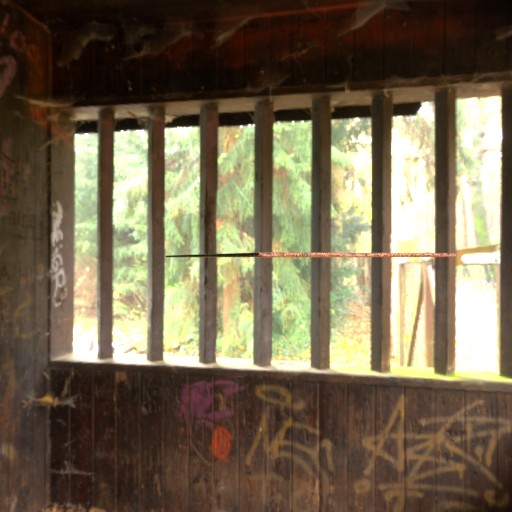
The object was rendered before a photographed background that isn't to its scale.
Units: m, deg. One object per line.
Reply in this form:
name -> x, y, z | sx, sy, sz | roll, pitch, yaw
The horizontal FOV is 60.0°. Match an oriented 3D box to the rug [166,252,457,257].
rug -> 0.000, 0.000, 2.694 | 0.810, 0.016, 2.413 | 0, 0, -18
